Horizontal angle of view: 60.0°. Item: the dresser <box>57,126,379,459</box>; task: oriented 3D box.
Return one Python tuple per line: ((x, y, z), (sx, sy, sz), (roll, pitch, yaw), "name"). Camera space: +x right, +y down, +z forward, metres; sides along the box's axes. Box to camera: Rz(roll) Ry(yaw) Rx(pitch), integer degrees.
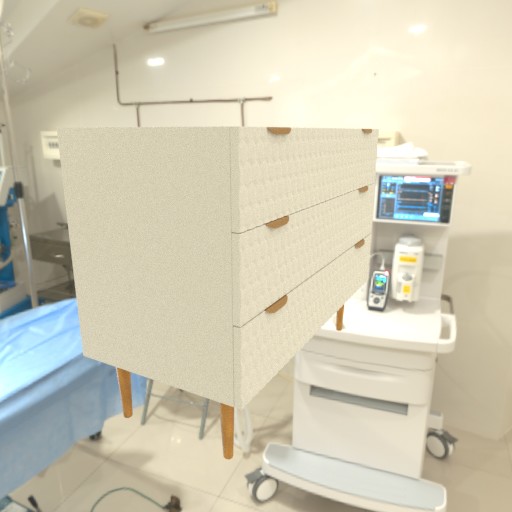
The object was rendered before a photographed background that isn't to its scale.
((0.000, 0.000, 1.303), (0.457, 0.721, 0.905), (9, 18, 28), "dresser")
